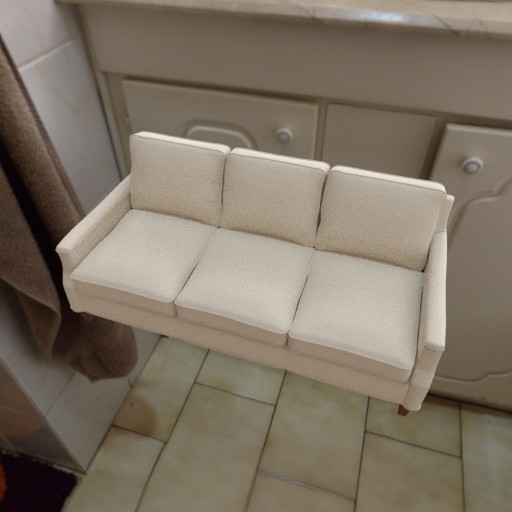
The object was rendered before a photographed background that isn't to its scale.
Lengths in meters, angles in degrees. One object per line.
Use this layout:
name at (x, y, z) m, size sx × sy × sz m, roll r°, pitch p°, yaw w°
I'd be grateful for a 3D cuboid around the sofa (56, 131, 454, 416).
sofa at (0.000, 0.000, 2.794) m, size 2.246 × 1.003 × 1.084 m, roll 13°, pitch 45°, yaw 14°
